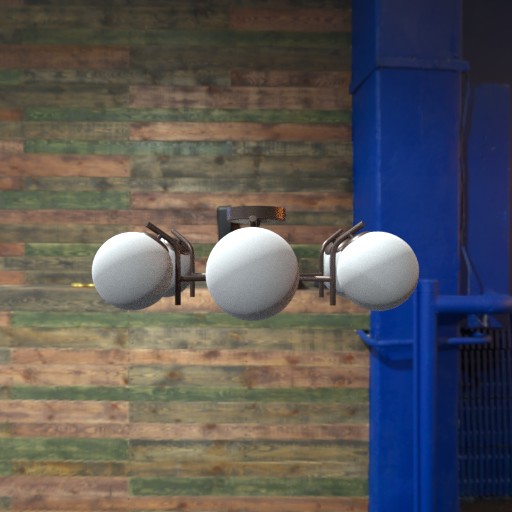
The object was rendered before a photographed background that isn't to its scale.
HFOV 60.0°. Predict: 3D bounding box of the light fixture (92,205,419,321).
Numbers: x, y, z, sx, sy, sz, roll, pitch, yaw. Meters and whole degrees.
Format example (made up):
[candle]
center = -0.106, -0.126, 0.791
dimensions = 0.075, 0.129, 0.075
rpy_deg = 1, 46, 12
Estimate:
[light fixture]
center = 0.000, 0.000, 0.946
dimensions = 0.662, 0.201, 0.662
rpy_deg = 0, 0, 0
